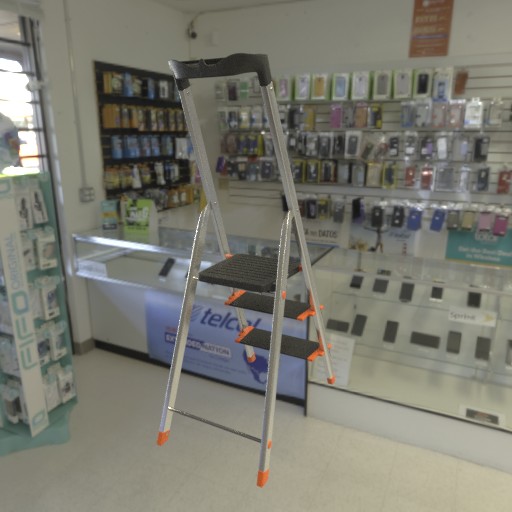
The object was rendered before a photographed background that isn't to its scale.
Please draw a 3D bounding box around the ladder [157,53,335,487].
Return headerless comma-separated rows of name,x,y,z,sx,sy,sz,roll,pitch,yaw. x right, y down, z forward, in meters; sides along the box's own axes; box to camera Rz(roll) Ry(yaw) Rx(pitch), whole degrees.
ladder,0.000,0.000,1.553,0.416,1.229,0.686,8,18,27
